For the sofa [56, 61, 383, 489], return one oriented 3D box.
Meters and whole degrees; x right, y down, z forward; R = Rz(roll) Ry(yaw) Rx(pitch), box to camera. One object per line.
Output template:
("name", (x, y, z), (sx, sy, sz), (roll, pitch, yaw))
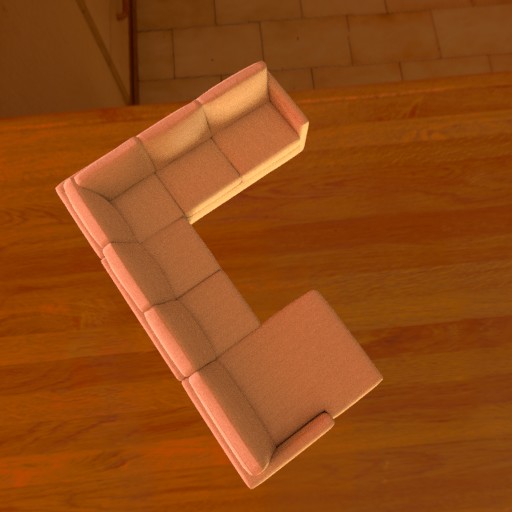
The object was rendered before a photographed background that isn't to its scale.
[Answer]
("sofa", (0.000, 0.000, 4.551), (2.594, 0.961, 3.460), (-35, 78, -8))
